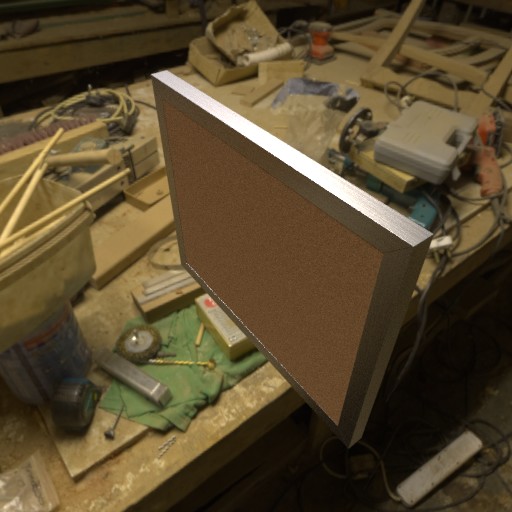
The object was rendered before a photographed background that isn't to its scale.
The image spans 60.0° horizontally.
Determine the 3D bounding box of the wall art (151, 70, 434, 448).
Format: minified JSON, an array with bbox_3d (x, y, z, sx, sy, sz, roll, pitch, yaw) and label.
[{"bbox_3d":[0.000,0.000,0.761,0.032,0.456,0.557,-27,49,-26],"label":"wall art"}]
